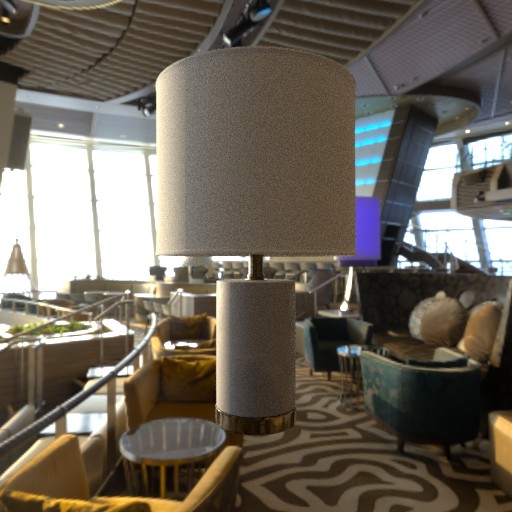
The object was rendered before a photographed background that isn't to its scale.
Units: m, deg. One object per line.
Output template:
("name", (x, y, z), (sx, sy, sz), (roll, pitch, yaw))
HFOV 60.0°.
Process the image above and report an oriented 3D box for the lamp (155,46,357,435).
("lamp", (0.000, 0.000, 0.516), (0.229, 0.380, 0.229), (0, -1, 0))
